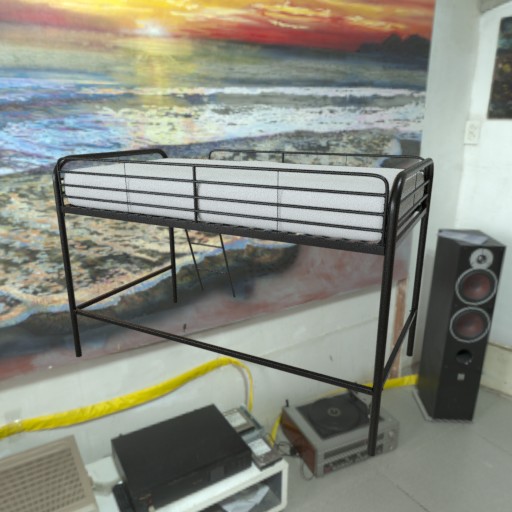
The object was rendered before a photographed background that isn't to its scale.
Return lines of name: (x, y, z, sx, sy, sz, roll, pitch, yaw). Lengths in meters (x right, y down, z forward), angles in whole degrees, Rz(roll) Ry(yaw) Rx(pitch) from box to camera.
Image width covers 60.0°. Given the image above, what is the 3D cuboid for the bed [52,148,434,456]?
bed: (0.000, 0.000, 2.878, 1.968, 1.289, 1.393, 9, 19, 26)
